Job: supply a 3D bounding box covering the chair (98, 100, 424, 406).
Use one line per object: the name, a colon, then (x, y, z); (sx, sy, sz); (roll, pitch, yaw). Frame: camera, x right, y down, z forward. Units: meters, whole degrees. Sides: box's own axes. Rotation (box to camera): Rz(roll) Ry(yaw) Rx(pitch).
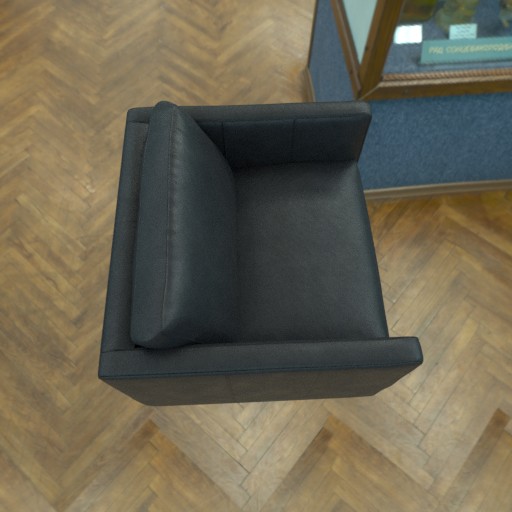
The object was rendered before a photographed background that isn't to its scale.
chair: (0.000, 0.000, 1.572); (0.862, 0.811, 0.939); (-2, 64, -1)
